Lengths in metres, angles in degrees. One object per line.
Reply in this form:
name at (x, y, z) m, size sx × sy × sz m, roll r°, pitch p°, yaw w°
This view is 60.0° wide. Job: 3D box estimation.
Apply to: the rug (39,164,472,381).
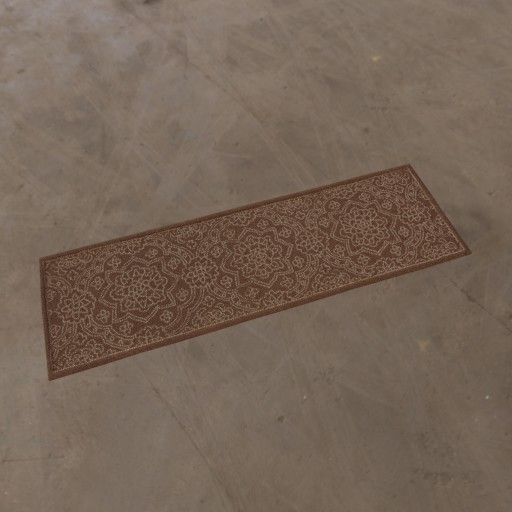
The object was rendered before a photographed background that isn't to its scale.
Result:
rug at (0.000, 0.000, 2.614) m, size 2.448 × 0.012 × 0.769 m, roll -15°, pitch 59°, yaw -10°
